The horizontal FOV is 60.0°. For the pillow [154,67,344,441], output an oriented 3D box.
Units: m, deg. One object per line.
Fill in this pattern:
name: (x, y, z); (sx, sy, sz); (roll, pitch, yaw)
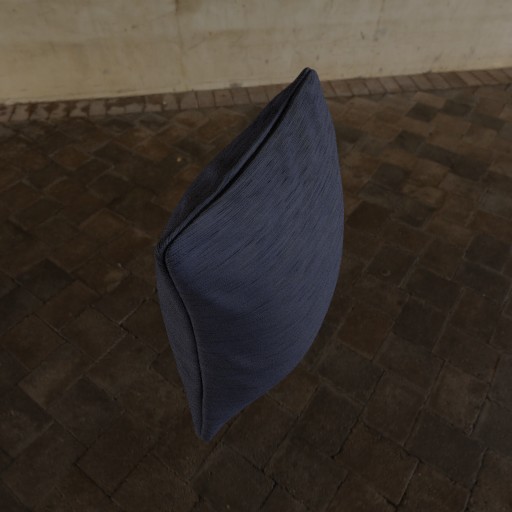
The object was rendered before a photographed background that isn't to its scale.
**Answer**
pillow: (0.000, 0.000, 0.671); (0.246, 0.414, 0.432); (17, 48, 16)
